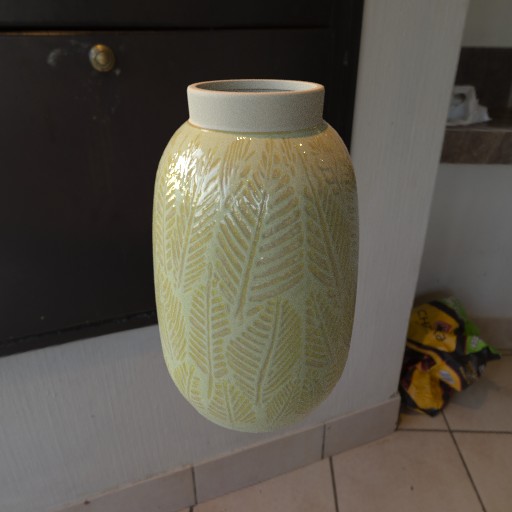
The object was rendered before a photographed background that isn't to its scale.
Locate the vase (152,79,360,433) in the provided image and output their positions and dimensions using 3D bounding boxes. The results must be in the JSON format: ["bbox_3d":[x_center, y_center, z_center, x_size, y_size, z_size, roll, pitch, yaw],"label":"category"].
[{"bbox_3d":[0.000,0.000,0.374,0.172,0.270,0.172,0,27,0],"label":"vase"}]
